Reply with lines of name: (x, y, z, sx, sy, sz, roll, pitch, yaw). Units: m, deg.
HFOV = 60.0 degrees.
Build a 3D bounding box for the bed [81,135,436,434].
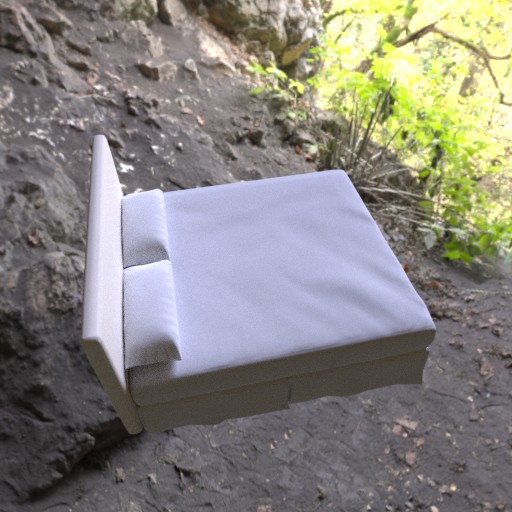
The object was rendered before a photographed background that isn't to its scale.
bed: (0.000, 0.000, 3.595, 2.341, 1.317, 2.119, -9, 48, -8)
